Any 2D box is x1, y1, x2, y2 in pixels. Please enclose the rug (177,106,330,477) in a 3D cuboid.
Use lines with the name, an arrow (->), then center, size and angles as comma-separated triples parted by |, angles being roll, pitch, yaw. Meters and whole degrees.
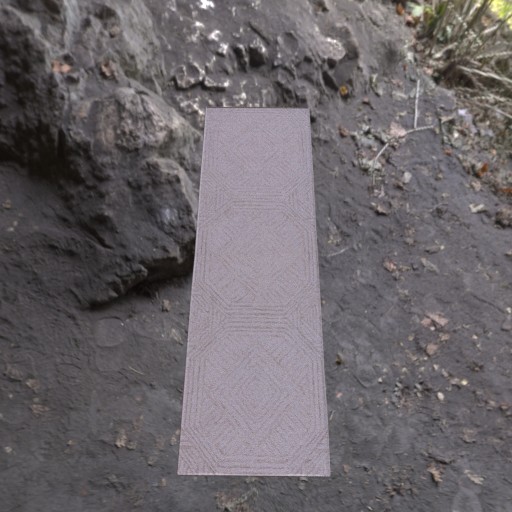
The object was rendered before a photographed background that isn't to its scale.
rug -> 0.000, 0.000, 2.754 | 0.775, 0.012, 2.452 | 0, 64, 0
